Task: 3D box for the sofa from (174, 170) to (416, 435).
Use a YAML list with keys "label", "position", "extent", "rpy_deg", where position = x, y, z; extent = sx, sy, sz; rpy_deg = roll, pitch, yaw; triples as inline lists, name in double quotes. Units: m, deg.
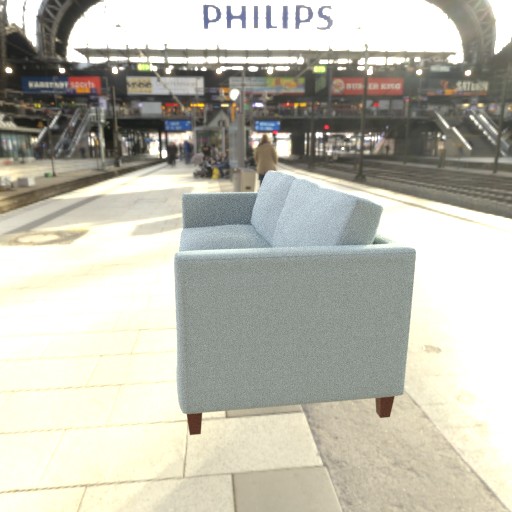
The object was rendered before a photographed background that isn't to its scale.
- label: "sofa"
  position: [0.000, 0.000, 2.728]
  extent: [0.951, 0.965, 2.208]
  rpy_deg: [-2, 14, -8]
